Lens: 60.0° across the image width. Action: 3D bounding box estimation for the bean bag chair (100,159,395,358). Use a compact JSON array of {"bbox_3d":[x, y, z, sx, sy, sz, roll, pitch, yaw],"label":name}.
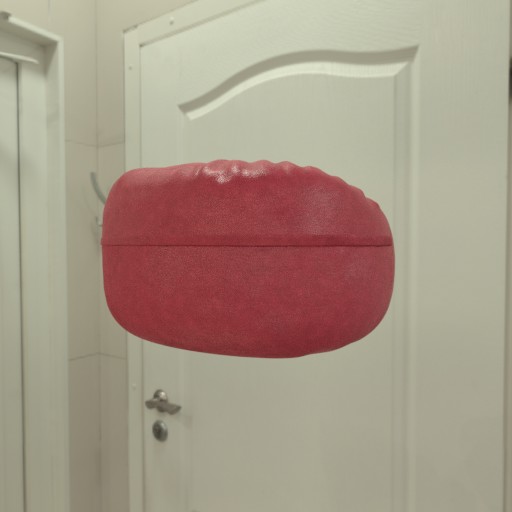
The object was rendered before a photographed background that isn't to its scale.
[{"bbox_3d":[0.000,0.000,2.454,1.524,0.878,1.524,1,2,35],"label":"bean bag chair"}]
